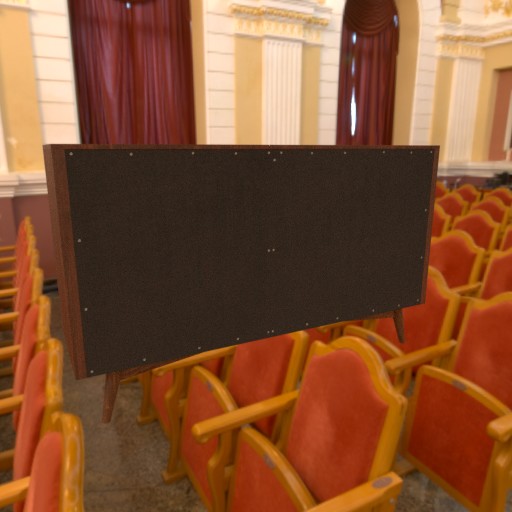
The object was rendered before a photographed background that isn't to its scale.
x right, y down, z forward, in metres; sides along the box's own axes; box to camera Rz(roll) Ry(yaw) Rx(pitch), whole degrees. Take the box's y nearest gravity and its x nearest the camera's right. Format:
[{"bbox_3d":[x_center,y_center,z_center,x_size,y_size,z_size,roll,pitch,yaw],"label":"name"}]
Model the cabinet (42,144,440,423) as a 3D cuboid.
[{"bbox_3d":[0.000,0.000,1.937,1.575,0.940,0.505,-7,15,-27],"label":"cabinet"}]
